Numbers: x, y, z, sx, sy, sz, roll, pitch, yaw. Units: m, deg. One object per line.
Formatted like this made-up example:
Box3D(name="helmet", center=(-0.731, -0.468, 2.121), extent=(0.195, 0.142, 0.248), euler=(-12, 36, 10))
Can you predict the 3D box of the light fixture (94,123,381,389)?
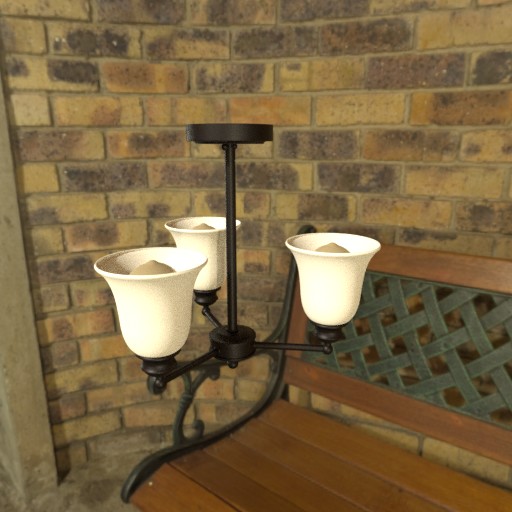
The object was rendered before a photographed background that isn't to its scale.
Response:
Box3D(name="light fixture", center=(0.000, 0.000, 0.652), extent=(0.354, 0.370, 0.388), euler=(2, 15, 7))
